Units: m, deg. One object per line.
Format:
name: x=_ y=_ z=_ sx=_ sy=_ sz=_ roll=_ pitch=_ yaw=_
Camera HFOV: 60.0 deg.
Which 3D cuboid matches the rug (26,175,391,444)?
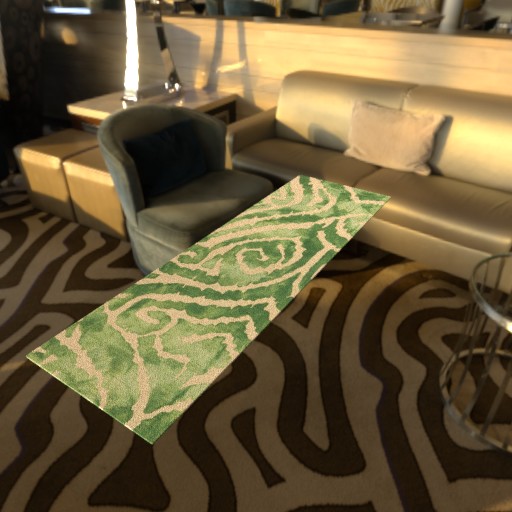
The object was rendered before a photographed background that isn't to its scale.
rug: x=0.000 y=0.000 z=2.588 sx=0.761 sy=0.006 sz=2.438 roll=20 pitch=38 yaw=28
